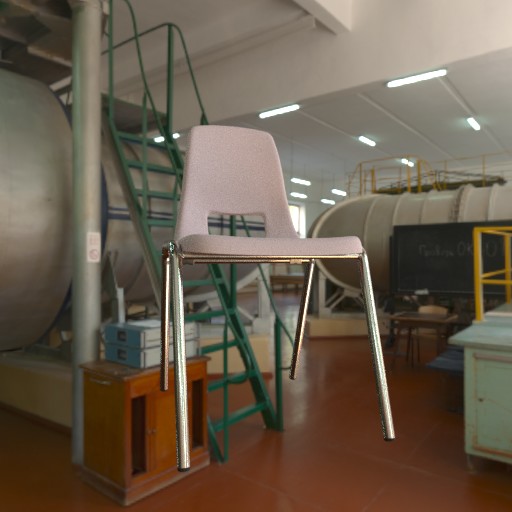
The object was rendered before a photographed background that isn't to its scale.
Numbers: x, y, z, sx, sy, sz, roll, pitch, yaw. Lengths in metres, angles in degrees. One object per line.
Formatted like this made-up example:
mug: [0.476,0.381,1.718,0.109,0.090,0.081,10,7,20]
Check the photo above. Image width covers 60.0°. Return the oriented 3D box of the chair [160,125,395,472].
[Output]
chair: [0.000,0.000,0.923,0.381,0.653,0.436,0,0,-18]
